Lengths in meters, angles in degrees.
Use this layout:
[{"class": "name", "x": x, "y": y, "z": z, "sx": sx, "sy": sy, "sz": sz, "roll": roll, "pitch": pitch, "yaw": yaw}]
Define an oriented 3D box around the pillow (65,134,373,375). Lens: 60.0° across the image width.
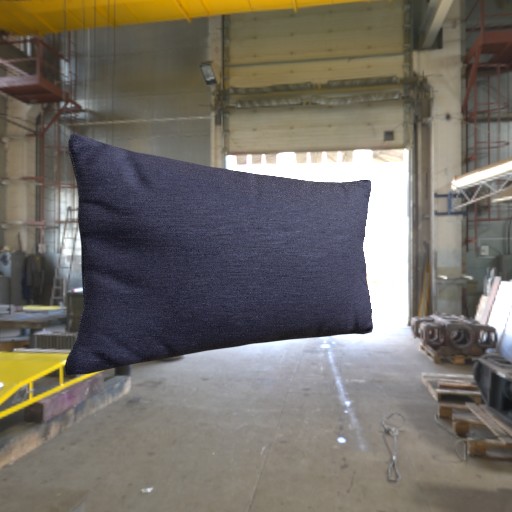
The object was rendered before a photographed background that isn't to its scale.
[{"class": "pillow", "x": 0.000, "y": 0.000, "z": 0.790, "sx": 0.633, "sy": 0.338, "sz": 0.210, "roll": 0, "pitch": -1, "yaw": -35}]
